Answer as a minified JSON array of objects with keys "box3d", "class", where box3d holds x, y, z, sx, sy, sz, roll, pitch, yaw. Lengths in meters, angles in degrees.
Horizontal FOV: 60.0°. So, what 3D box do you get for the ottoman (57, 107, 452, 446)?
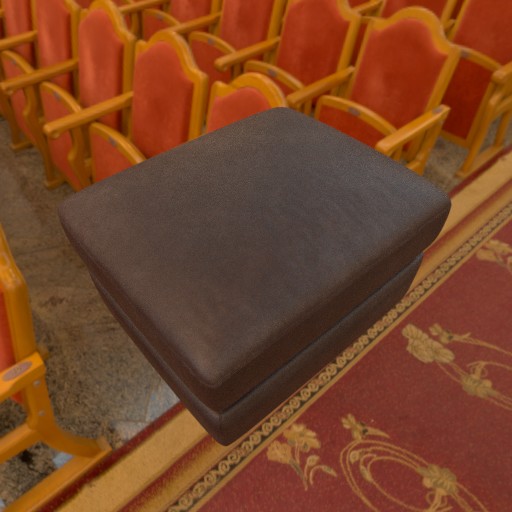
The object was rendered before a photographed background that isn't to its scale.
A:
[{"box3d":[0.000,0.000,1.256,0.806,0.569,0.670,-32,54,-27],"class":"ottoman"}]
